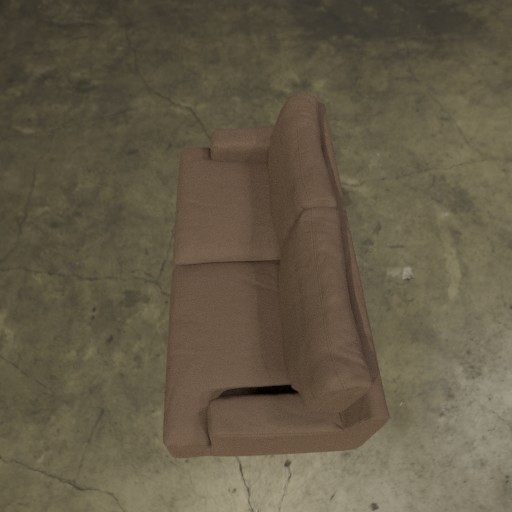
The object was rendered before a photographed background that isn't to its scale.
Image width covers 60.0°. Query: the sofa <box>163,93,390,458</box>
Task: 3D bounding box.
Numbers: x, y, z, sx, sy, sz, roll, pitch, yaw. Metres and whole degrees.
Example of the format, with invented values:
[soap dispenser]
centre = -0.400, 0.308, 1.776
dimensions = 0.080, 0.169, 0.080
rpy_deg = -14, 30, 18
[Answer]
[sofa]
centre = 0.000, 0.000, 2.867
dimensions = 1.140, 0.950, 2.274
rpy_deg = -2, 57, -2
